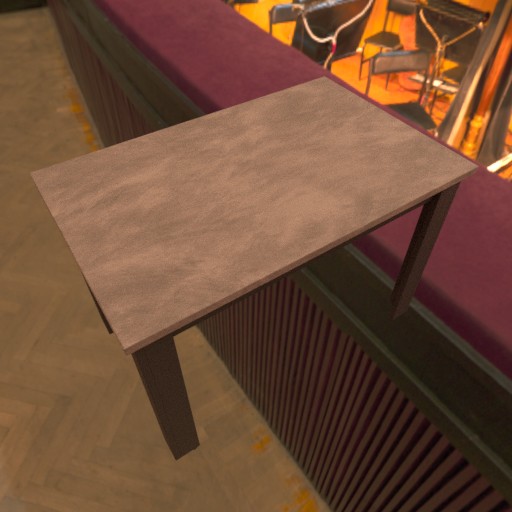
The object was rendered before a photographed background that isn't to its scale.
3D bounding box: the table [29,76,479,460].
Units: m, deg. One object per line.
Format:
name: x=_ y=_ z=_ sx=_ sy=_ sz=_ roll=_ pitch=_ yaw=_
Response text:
table: x=0.000 y=0.000 z=1.552 sx=1.100 sy=0.734 sz=0.700 roll=-26 pitch=52 yaw=-22
